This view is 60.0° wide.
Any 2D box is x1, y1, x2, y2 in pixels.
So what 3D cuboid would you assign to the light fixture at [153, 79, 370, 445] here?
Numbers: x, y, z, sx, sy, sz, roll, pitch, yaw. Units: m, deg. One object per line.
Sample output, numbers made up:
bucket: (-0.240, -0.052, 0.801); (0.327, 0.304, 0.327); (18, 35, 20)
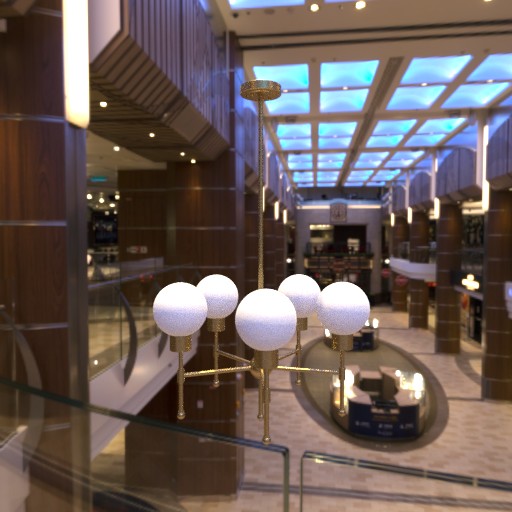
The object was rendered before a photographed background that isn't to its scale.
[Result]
light fixture: (0.000, 0.000, 1.791); (0.815, 1.331, 0.785); (-2, 3, -38)
